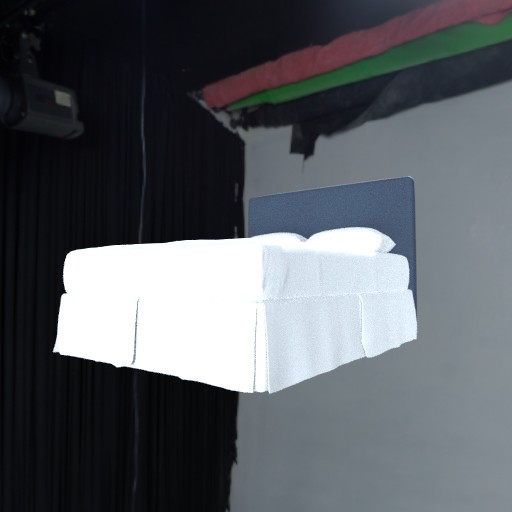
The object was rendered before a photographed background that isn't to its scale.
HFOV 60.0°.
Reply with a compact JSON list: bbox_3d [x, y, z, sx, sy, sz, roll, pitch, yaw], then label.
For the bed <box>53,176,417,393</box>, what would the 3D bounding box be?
[{"bbox_3d":[0.000,0.000,3.195,1.713,1.330,2.162,-2,-4,37],"label":"bed"}]
